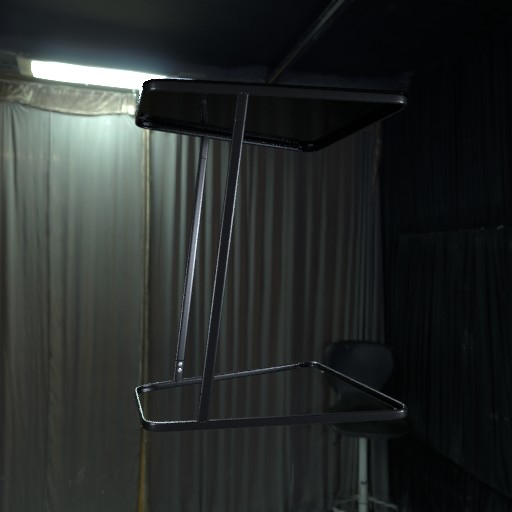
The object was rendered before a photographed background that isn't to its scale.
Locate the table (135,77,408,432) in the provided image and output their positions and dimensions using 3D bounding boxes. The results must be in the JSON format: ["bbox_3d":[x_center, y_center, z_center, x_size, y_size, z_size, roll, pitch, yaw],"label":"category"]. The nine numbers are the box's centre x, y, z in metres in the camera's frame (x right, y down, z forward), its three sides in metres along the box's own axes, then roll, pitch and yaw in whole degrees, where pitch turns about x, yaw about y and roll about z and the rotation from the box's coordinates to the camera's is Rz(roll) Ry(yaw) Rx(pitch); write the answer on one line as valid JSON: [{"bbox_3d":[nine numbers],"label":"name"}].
[{"bbox_3d":[0.000,0.000,0.968,0.500,0.624,0.427,0,0,-19],"label":"table"}]
